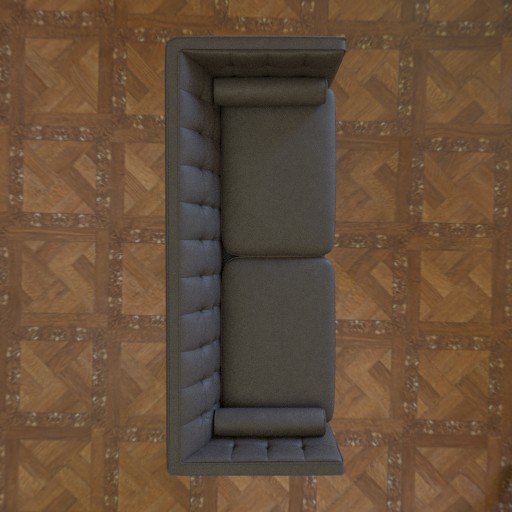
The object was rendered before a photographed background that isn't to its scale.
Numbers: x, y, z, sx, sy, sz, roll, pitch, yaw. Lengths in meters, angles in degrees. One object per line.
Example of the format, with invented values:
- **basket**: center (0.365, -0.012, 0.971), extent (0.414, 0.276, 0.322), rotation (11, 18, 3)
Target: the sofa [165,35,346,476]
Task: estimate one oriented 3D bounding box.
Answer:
- **sofa**: center (0.000, 0.000, 2.445), extent (0.867, 0.789, 2.087), rotation (0, 91, 0)
